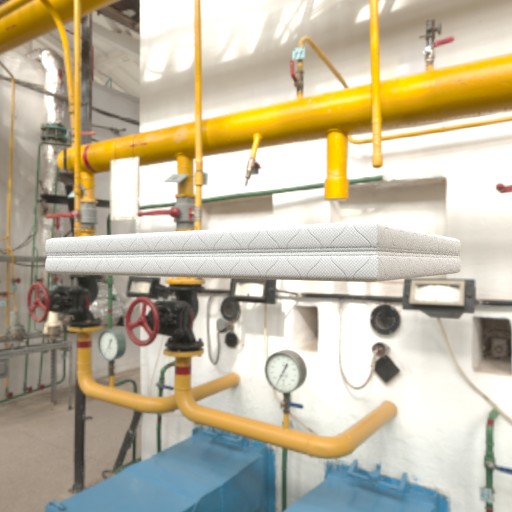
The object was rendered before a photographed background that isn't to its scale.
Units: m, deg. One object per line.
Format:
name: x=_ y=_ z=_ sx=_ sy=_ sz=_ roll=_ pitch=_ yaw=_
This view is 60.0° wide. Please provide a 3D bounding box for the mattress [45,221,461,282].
mattress: x=0.000 y=0.000 z=2.508 sx=1.900 sy=0.200 sz=1.400 roll=-1 pitch=-1 yaw=35
